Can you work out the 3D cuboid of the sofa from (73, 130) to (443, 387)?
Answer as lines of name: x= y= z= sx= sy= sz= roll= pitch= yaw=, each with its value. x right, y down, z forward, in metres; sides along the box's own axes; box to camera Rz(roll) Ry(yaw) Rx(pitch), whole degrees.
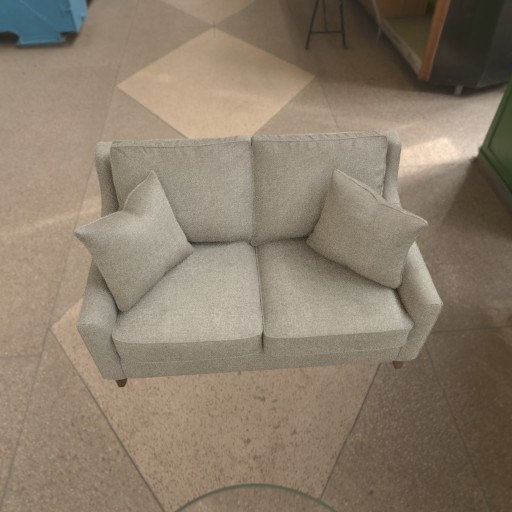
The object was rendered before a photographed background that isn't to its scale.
sofa: x=0.000 y=0.000 z=2.011 sx=1.422 sy=0.863 sz=0.915 roll=-3 pitch=47 yaw=-3
